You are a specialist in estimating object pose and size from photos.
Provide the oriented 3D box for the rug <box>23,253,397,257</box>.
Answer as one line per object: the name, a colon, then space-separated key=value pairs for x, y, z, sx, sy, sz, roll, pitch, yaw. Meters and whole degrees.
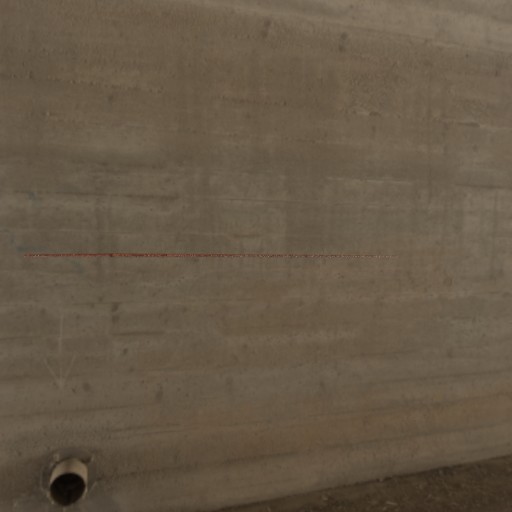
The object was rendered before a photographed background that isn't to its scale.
rug: x=0.000 y=0.000 z=2.723 sx=0.914 sy=0.013 sz=2.471 roll=0 pitch=0 yaw=38
